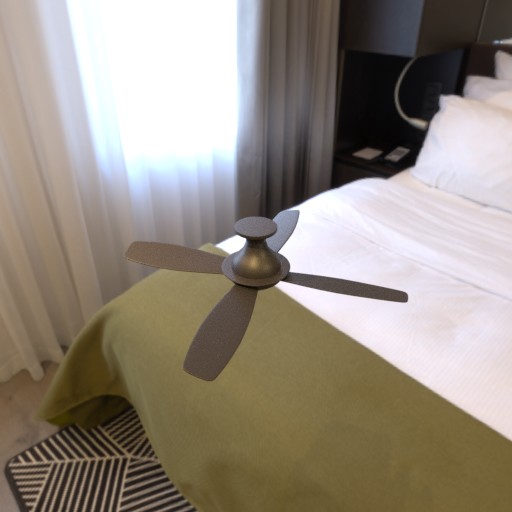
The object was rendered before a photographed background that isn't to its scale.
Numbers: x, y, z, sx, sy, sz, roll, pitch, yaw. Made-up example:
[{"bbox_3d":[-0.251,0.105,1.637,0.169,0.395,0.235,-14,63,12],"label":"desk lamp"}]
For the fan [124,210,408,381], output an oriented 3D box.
[{"bbox_3d":[0.000,0.000,2.515,1.694,0.382,1.694,9,33,15],"label":"fan"}]
